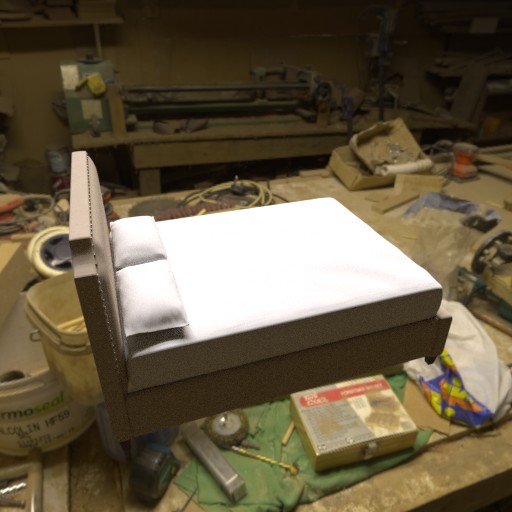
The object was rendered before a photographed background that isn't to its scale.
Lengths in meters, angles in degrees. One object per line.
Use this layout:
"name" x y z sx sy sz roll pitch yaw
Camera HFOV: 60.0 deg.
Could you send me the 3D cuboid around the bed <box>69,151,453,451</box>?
"bed" 0.000 0.000 3.313 2.329 1.415 1.703 -10 32 -16
